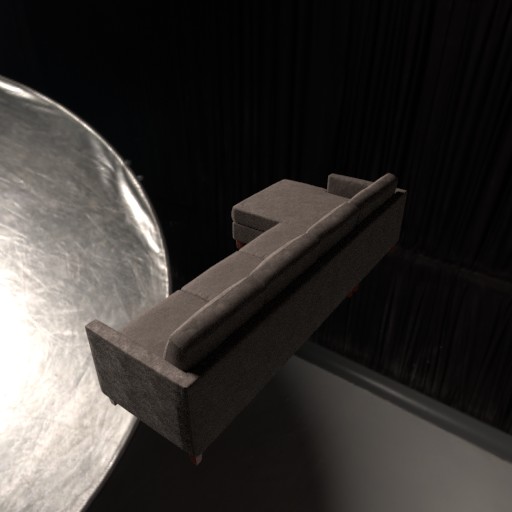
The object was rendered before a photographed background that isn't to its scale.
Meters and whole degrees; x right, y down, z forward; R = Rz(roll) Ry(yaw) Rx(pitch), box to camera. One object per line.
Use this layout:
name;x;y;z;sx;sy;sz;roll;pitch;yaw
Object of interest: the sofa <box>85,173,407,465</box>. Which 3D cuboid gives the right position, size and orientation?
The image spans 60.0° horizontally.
sofa;0.000;0.000;4.141;1.606;0.954;3.471;20;37;30
